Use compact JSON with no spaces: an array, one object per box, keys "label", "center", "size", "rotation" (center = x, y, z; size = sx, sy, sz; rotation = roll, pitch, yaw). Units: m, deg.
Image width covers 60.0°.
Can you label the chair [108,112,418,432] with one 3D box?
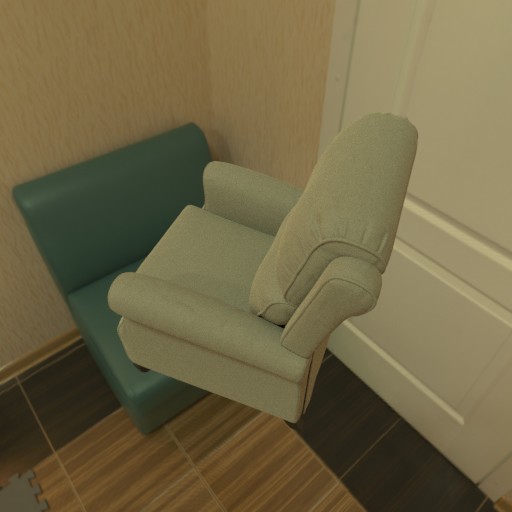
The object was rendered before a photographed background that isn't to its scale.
[{"label":"chair","center":[0.000,0.000,1.685],"size":[0.919,1.046,0.859],"rotation":[16,48,15]}]
